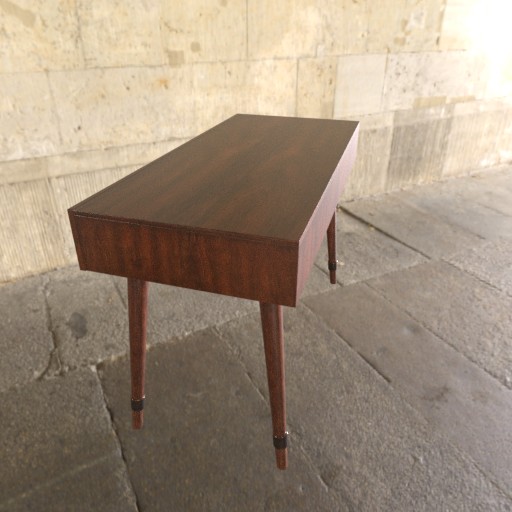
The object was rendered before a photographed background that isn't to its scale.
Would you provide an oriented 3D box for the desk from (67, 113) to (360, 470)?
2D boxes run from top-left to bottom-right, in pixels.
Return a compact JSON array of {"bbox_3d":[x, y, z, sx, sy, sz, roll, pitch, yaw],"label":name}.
[{"bbox_3d":[0.000,0.000,2.181,0.734,1.031,1.577,9,30,15],"label":"desk"}]
